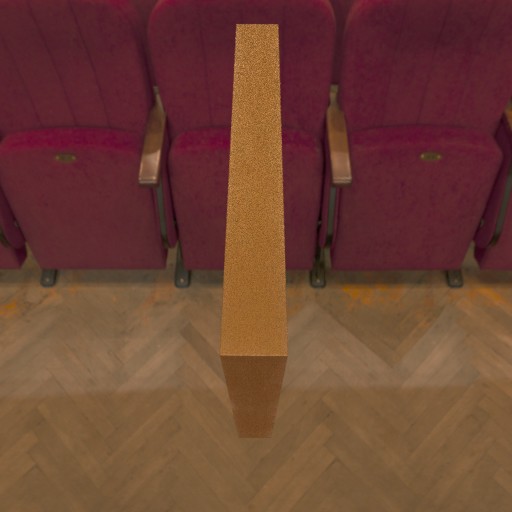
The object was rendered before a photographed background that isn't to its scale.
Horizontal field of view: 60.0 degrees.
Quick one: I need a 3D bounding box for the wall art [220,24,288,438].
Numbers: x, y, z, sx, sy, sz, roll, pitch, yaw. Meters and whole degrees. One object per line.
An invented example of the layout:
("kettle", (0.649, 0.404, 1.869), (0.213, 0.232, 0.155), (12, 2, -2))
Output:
("wall art", (0.000, 0.000, 0.454), (0.038, 0.305, 0.306), (0, 60, 0))
